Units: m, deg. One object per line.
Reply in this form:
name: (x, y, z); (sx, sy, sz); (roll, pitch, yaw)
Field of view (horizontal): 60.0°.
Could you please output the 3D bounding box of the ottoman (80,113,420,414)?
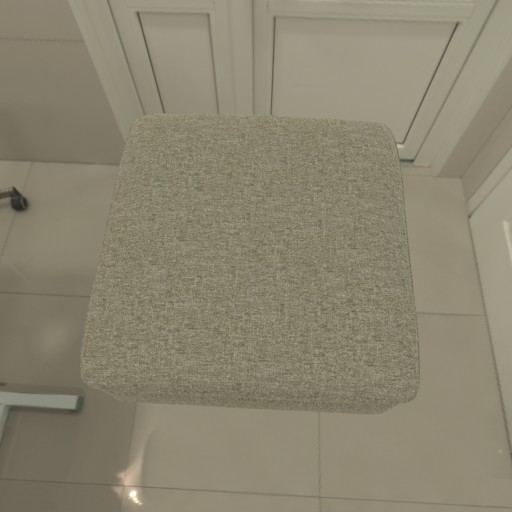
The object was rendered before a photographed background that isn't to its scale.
ottoman: (0.000, 0.000, 1.628); (1.035, 0.526, 1.039); (3, 65, 1)
